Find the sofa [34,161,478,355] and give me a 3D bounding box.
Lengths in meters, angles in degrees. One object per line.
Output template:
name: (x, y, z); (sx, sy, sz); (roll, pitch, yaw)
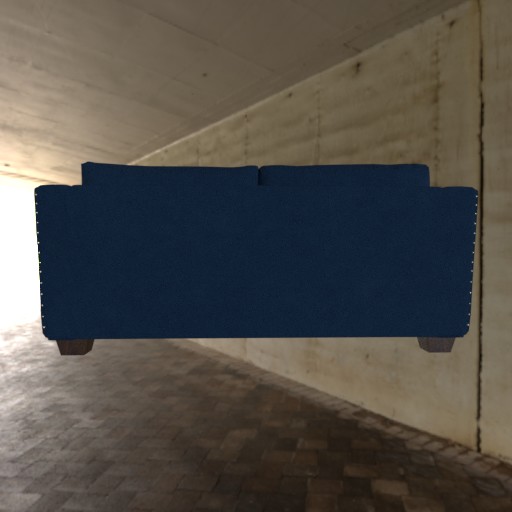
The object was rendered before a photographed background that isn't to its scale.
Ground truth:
sofa: (0.000, 0.000, 2.644); (2.107, 0.983, 1.104); (0, 1, -2)
